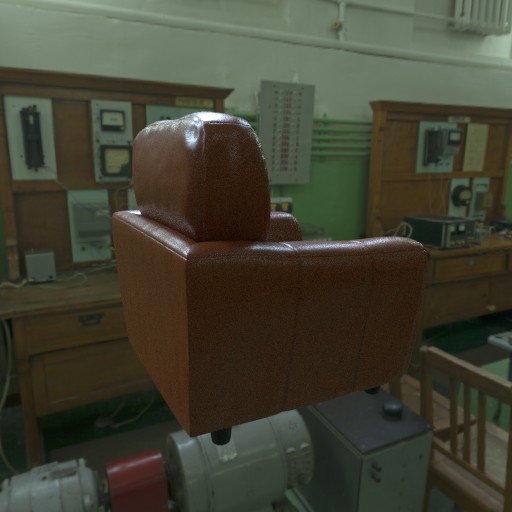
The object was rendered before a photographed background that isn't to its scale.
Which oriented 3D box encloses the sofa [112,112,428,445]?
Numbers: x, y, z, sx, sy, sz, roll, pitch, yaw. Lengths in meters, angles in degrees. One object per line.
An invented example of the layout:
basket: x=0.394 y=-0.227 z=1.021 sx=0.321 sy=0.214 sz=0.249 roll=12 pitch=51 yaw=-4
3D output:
sofa: x=0.000 y=0.000 z=1.488 sx=0.789 sy=0.876 sz=0.836 roll=-7 pitch=14 yaw=-27
